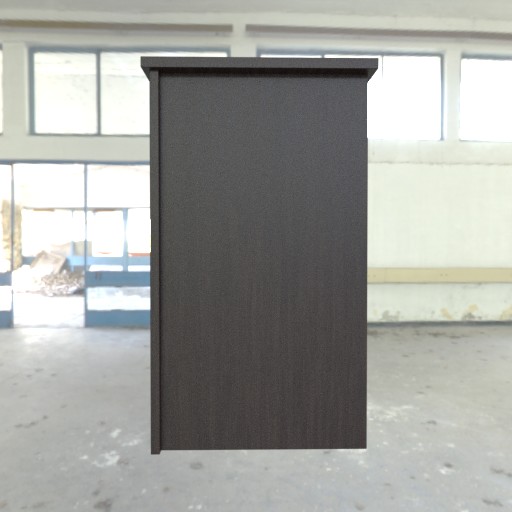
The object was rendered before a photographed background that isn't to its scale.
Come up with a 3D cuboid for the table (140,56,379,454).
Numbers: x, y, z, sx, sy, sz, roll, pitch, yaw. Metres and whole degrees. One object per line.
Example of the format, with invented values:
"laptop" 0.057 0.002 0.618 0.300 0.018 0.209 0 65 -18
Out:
"table" 0.000 0.000 0.943 0.381 0.635 0.480 0 1 -1
